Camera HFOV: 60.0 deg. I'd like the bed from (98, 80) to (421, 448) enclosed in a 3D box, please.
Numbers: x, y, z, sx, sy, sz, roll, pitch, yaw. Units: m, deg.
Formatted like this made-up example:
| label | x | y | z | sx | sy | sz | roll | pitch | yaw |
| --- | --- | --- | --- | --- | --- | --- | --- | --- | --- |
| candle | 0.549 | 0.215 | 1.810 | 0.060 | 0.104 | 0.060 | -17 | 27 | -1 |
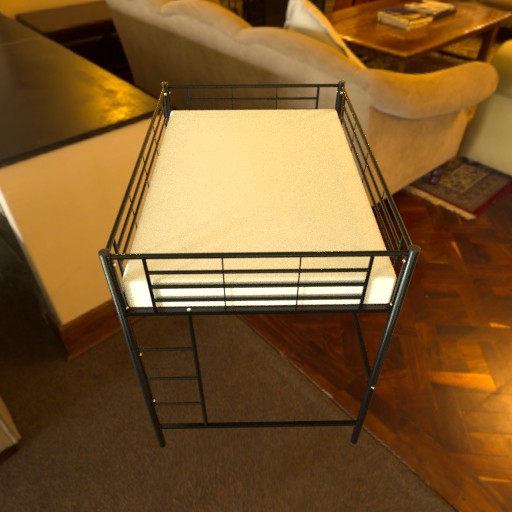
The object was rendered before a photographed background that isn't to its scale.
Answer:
| label | x | y | z | sx | sy | sz | roll | pitch | yaw |
| --- | --- | --- | --- | --- | --- | --- | --- | --- | --- |
| bed | 0.000 | 0.000 | 3.241 | 1.397 | 1.803 | 1.994 | -1 | 42 | -1 |
